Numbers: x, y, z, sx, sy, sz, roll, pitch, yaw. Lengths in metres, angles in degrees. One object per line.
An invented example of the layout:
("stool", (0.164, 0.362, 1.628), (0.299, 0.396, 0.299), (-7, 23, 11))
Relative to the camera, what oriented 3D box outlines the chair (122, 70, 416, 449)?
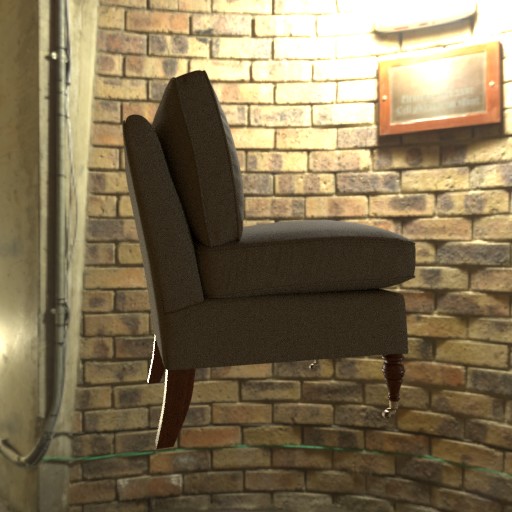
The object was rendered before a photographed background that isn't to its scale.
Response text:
("chair", (0.000, 0.000, 1.623), (0.924, 1.045, 0.724), (0, 1, -16))
